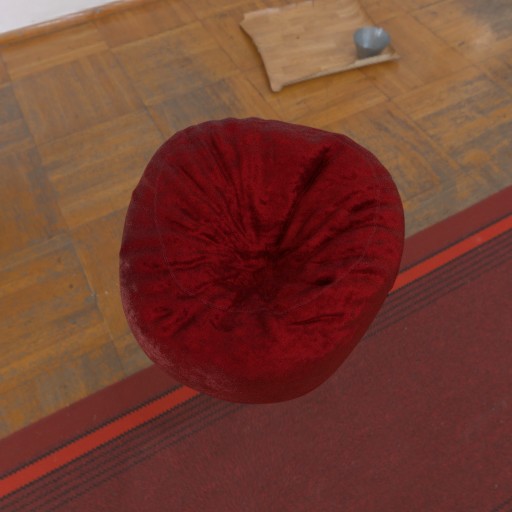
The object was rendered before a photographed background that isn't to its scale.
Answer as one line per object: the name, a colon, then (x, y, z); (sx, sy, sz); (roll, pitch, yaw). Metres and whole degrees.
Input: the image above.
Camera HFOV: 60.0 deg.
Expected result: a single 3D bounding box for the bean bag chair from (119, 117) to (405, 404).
bean bag chair: (0.000, 0.000, 2.465); (1.524, 0.878, 1.524); (14, 59, 9)
